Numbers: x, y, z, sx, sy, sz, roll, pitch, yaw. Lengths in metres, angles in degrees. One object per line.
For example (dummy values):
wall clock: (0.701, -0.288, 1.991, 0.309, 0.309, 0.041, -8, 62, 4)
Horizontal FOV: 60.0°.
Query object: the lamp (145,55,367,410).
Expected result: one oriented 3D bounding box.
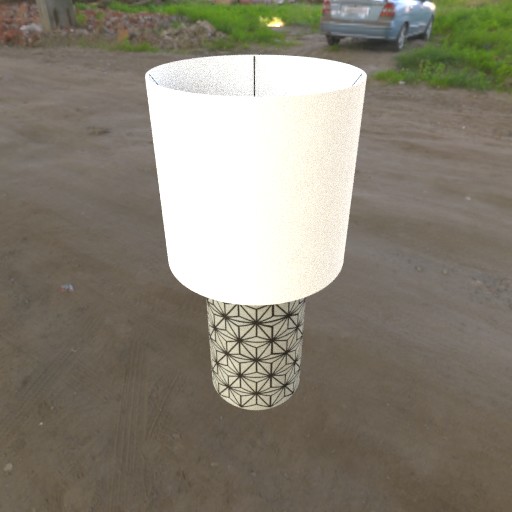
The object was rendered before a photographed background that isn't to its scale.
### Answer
lamp: (0.000, 0.000, 0.533, 0.206, 0.416, 0.206, 0, 33, -1)
